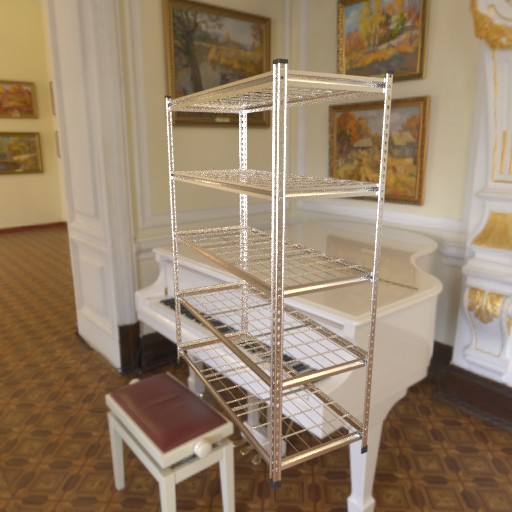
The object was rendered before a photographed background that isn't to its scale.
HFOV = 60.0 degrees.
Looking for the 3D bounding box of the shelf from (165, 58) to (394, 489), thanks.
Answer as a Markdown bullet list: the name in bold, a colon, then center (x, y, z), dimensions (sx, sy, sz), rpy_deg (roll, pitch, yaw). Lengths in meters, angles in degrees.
- **shelf**: center (0.000, 0.000, 2.743), dimensions (0.610, 1.981, 1.524), rpy_deg (-7, 16, -27)
